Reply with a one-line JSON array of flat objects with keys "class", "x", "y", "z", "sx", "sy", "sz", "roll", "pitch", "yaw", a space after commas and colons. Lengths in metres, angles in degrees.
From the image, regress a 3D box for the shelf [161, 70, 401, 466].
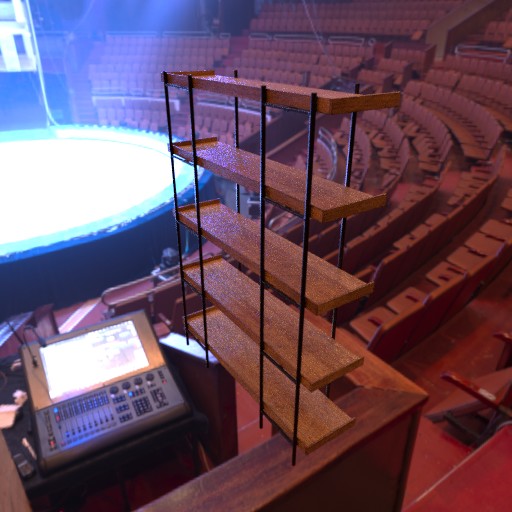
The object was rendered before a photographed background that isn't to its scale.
[{"class": "shelf", "x": 0.000, "y": 0.000, "z": 2.436, "sx": 0.379, "sy": 1.826, "sz": 1.371, "roll": -17, "pitch": 31, "yaw": -31}]
